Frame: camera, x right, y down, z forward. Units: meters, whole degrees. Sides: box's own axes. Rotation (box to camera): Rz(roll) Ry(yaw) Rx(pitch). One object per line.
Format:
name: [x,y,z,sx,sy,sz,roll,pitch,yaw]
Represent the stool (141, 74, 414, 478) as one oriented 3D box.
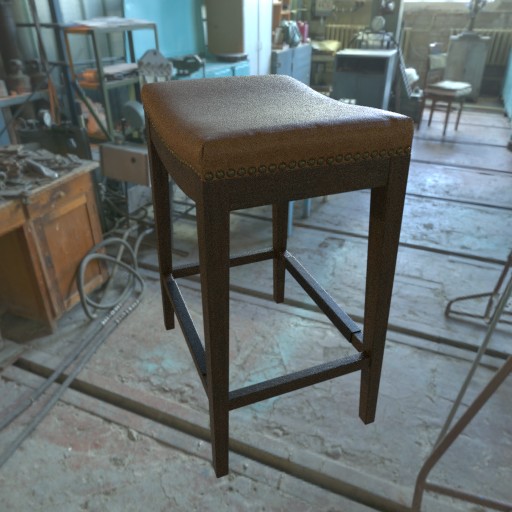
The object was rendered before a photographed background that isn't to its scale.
stool: [0.000,0.000,0.950,0.361,0.660,0.500,-11,32,-19]
